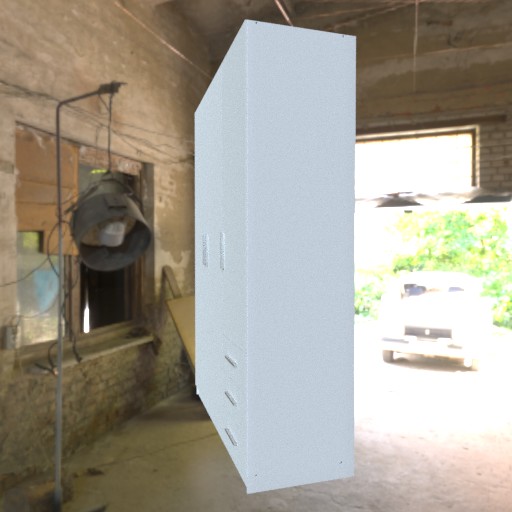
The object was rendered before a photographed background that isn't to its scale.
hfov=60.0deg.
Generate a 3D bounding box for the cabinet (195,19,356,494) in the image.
[{"bbox_3d":[0.000,0.000,2.469,0.510,1.910,1.290,0,1,-17],"label":"cabinet"}]
